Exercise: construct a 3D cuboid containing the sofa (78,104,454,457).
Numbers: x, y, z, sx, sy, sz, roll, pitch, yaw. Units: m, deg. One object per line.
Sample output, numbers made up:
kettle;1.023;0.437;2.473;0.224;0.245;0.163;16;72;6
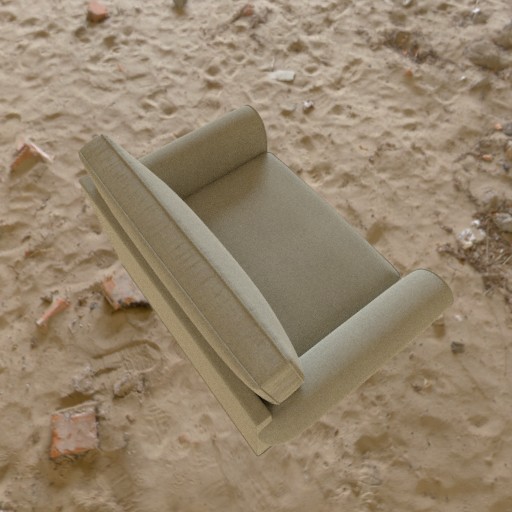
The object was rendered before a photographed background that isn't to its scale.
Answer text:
sofa;0.000;0.000;1.982;0.936;0.991;1.405;-33;65;-18
